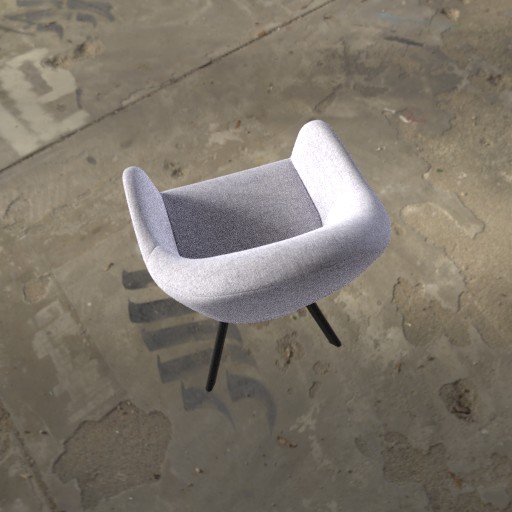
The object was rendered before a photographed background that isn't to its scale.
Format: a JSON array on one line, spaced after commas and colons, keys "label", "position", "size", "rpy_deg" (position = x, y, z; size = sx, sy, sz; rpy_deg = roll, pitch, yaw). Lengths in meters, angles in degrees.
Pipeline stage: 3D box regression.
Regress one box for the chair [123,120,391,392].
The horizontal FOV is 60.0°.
[{"label": "chair", "position": [0.000, 0.000, 1.175], "size": [0.540, 0.780, 0.570], "rpy_deg": [-17, 61, -10]}]
